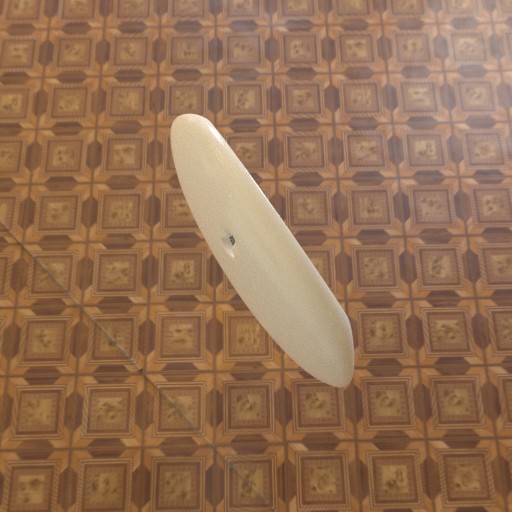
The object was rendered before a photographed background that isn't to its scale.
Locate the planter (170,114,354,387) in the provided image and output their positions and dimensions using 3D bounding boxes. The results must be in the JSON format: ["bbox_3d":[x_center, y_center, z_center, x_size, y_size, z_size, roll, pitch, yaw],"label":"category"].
[{"bbox_3d":[0.000,0.000,0.275,0.043,0.188,0.185,-32,78,-8],"label":"planter"}]
